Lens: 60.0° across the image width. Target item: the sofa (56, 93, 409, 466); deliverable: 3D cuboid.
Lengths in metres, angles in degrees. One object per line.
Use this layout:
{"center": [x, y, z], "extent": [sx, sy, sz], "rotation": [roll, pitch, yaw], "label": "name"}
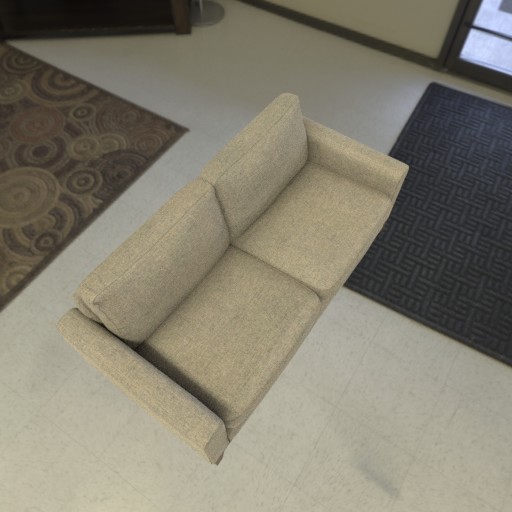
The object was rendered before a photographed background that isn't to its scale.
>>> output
{"center": [0.000, 0.000, 2.531], "extent": [0.969, 0.892, 1.978], "rotation": [31, 63, 18], "label": "sofa"}
